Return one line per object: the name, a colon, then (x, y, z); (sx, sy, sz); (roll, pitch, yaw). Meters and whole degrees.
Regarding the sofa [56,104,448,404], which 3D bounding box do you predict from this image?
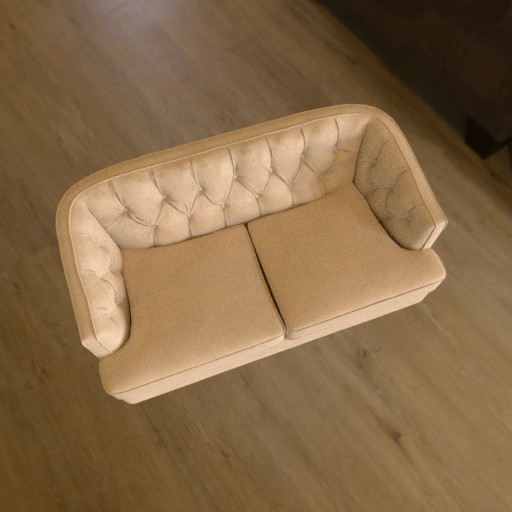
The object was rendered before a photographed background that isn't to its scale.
sofa: (0.000, 0.000, 2.295); (1.731, 0.878, 0.940); (-18, 65, -8)
